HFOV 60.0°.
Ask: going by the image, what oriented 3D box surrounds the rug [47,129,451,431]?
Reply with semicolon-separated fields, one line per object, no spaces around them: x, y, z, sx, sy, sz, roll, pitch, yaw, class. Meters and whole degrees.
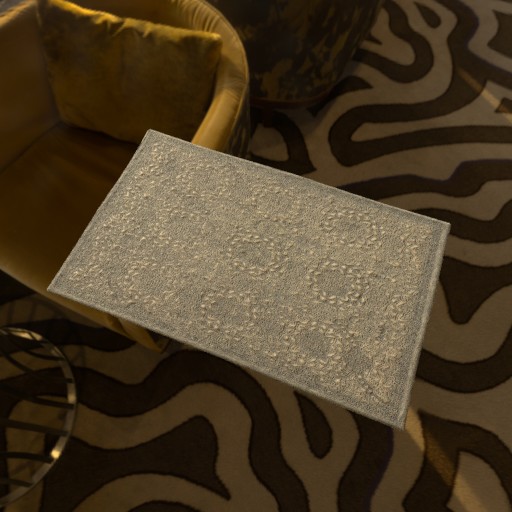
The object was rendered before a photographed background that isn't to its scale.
0.000;0.000;3.157;2.498;0.022;1.535;19;66;9;rug
